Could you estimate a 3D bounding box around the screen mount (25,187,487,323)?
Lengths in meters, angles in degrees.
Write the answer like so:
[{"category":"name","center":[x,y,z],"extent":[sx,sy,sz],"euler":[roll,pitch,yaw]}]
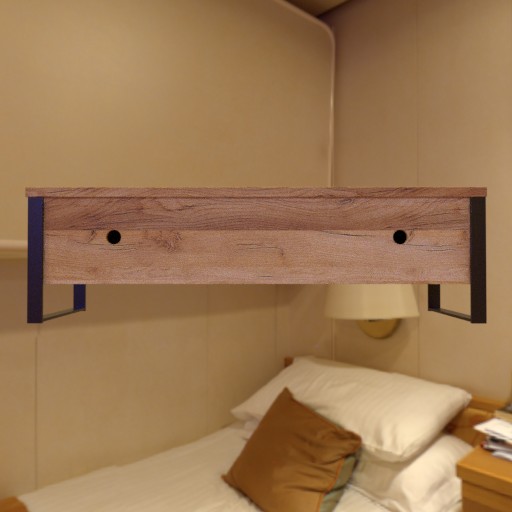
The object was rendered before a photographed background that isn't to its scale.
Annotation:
[{"category":"screen mount","center":[0.000,0.000,1.658],"extent":[1.524,0.450,0.395],"euler":[0,-1,0]}]
